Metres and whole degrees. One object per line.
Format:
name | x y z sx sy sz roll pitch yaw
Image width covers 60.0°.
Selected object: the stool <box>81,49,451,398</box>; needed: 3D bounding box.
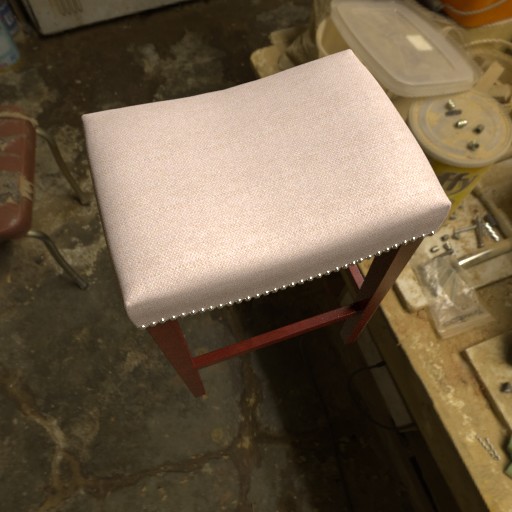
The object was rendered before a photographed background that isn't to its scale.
stool | 0.000 0.000 0.997 0.504 0.742 0.372 -17 65 -9
